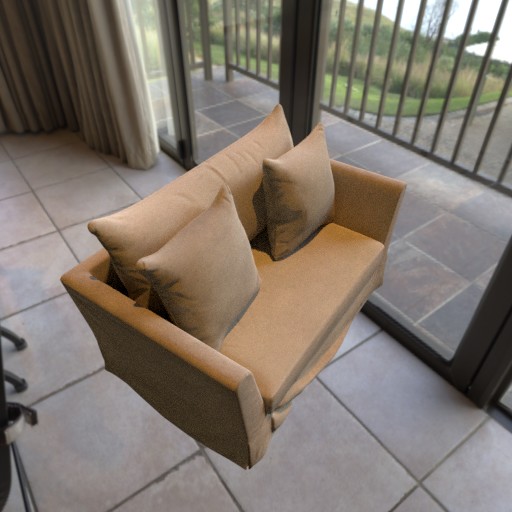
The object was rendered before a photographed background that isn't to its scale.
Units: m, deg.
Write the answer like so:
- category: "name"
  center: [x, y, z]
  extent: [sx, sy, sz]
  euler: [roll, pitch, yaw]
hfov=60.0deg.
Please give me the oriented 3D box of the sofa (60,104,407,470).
- category: "sofa"
  center: [0.000, 0.000, 2.338]
  extent: [1.035, 1.040, 1.608]
  euler: [25, 47, 26]
